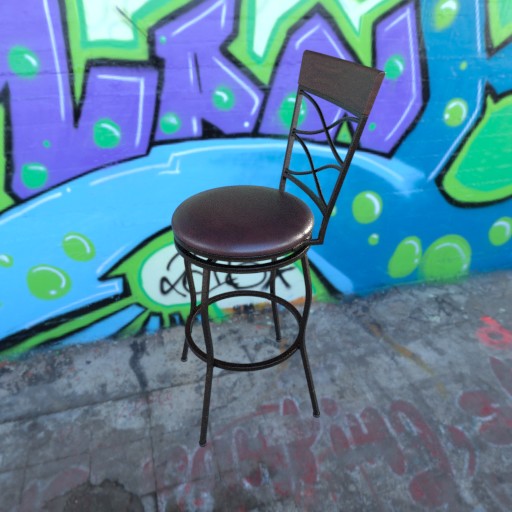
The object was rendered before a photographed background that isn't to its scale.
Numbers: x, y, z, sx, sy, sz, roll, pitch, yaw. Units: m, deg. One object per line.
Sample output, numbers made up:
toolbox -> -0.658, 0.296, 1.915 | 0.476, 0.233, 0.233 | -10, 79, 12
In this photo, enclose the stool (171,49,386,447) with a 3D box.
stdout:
stool -> 0.000, 0.000, 1.400 | 0.513, 1.130, 0.448 | -9, 32, -14
